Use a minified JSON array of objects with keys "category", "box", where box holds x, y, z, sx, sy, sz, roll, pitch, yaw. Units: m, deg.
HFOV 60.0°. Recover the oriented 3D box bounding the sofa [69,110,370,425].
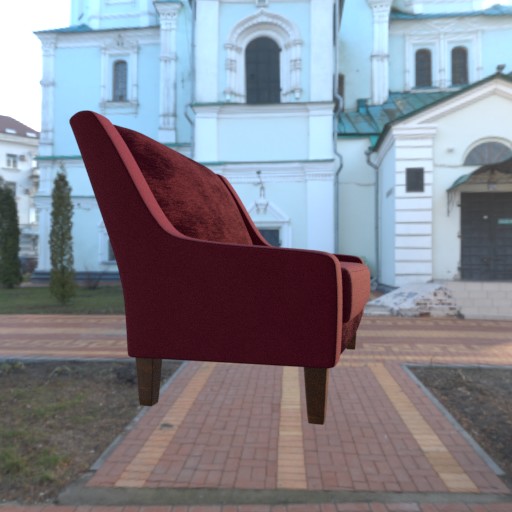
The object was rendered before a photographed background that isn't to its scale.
[{"category":"sofa","box":[0.000,0.000,1.928,0.946,0.976,1.242,0,-1,17]}]
